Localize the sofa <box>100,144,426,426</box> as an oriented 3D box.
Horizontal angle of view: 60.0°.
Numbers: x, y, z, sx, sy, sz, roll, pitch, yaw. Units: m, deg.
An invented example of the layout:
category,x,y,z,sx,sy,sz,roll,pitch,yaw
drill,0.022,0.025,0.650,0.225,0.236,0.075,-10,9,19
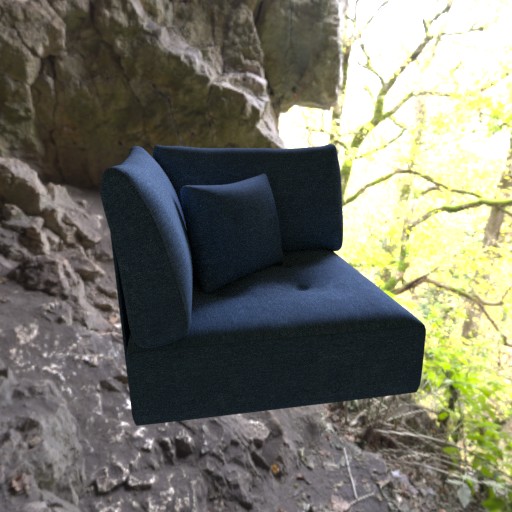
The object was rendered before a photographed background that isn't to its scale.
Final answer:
category,x,y,z,sx,sy,sz,roll,pitch,yaw
sofa,0.000,0.000,1.769,1.000,0.820,1.000,-3,17,-10
